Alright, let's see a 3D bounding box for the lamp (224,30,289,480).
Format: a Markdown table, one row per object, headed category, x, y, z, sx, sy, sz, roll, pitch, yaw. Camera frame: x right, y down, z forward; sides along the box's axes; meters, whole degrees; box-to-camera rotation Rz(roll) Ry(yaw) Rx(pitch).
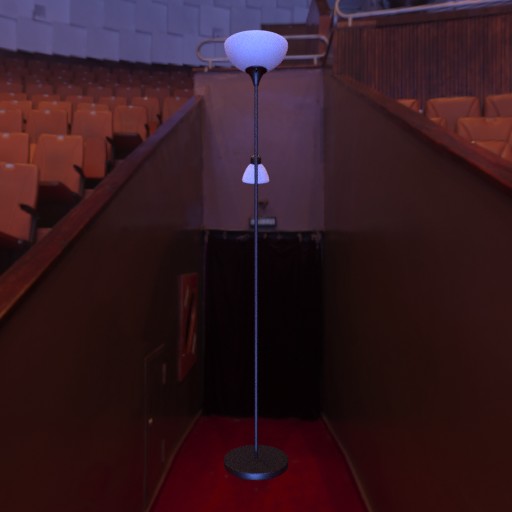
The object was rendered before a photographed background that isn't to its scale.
| category | x | y | z | sx | sy | sz | roll | pitch | yaw |
| --- | --- | --- | --- | --- | --- | --- | --- | --- | --- |
| lamp | 0.000 | 0.000 | 1.993 | 0.279 | 1.804 | 0.442 | 0 | 0 | 0 |
